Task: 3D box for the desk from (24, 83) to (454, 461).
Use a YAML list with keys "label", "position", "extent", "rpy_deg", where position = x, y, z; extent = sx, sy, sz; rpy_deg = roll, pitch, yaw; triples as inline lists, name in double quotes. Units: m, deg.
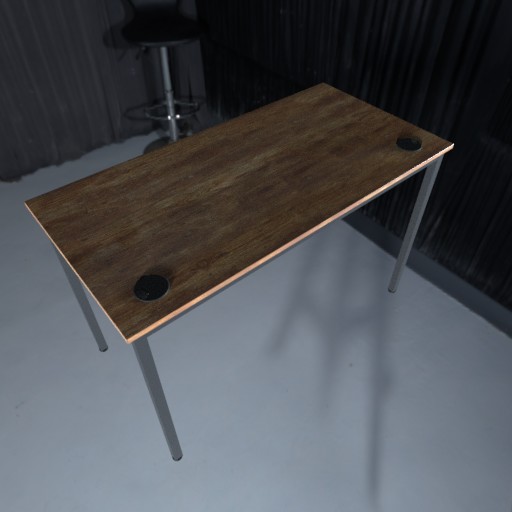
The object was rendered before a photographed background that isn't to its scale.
- label: "desk"
  position: [0.000, 0.000, 1.619]
  extent: [1.200, 0.749, 0.600]
  rpy_deg: [-31, 53, -27]
